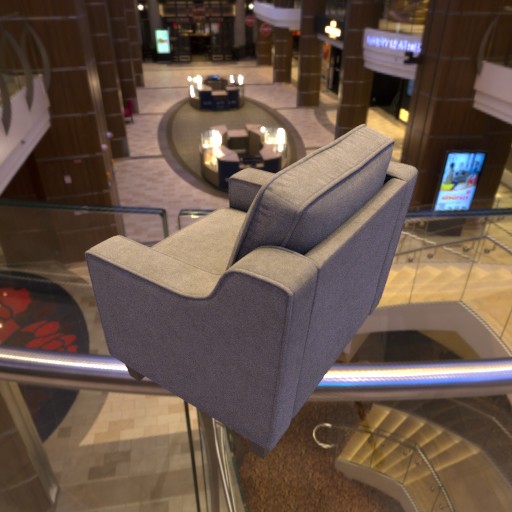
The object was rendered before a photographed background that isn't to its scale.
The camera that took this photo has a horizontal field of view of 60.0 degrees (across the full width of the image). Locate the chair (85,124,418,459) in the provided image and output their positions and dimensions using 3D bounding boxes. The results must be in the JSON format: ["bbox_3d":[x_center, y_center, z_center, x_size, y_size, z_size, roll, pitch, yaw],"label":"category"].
[{"bbox_3d":[0.000,0.000,1.672,0.840,0.944,0.926,20,37,29],"label":"chair"}]
